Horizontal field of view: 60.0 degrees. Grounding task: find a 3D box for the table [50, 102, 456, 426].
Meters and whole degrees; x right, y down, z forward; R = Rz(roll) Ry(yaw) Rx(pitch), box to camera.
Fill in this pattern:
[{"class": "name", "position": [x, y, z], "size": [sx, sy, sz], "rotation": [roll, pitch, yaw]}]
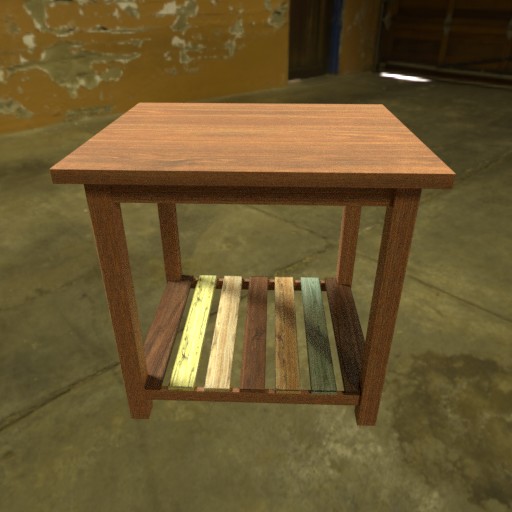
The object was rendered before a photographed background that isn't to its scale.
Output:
[{"class": "table", "position": [0.000, 0.000, 1.119], "size": [0.660, 0.635, 0.559], "rotation": [1, 30, 2]}]
